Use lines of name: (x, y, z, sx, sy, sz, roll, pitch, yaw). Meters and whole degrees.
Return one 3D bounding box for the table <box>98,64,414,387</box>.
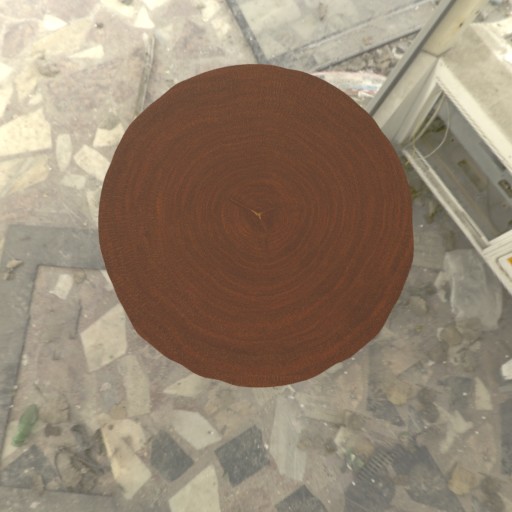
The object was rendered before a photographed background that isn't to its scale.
table: (0.000, 0.000, 0.753, 0.380, 0.450, 0.410, -5, 76, -1)
